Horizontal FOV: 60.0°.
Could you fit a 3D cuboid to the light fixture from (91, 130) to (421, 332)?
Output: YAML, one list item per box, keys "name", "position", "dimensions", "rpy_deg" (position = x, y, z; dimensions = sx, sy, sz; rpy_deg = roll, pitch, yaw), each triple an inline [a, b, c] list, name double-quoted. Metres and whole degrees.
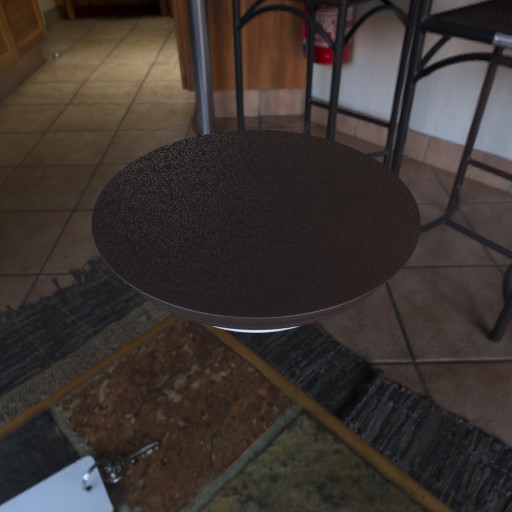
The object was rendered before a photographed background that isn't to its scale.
- name: "light fixture"
  position: [0.000, 0.000, 0.434]
  dimensions: [0.280, 0.135, 0.280]
  rpy_deg: [0, 40, 0]
